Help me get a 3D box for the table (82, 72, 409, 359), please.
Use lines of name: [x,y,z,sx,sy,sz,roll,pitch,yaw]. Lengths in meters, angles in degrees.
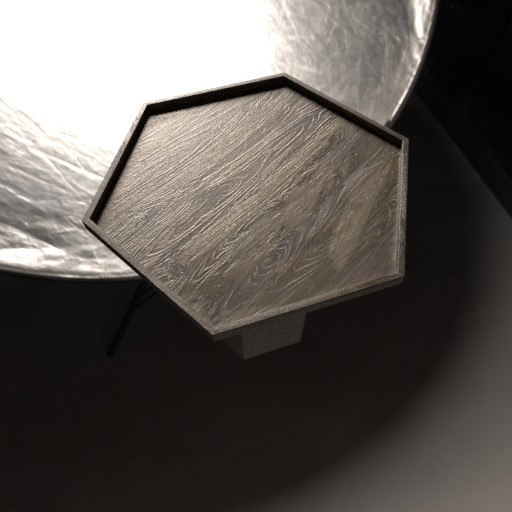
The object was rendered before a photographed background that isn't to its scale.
table: [0.000,0.000,1.130,0.683,0.586,0.592,-16,59,-10]
